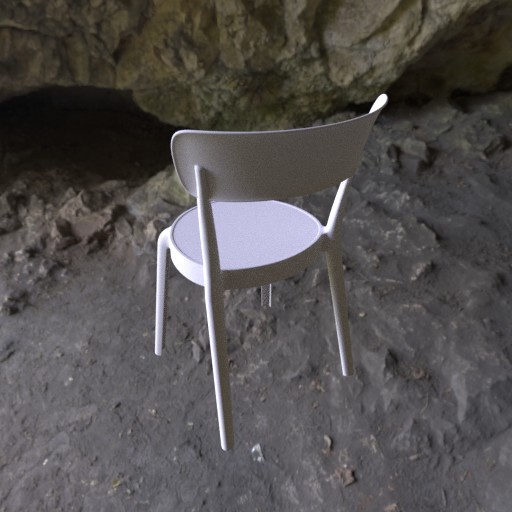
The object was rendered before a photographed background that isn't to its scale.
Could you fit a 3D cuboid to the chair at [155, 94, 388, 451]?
[{"bbox_3d":[0.000,0.000,1.139,0.506,0.790,0.491,-20,37,-29],"label":"chair"}]
